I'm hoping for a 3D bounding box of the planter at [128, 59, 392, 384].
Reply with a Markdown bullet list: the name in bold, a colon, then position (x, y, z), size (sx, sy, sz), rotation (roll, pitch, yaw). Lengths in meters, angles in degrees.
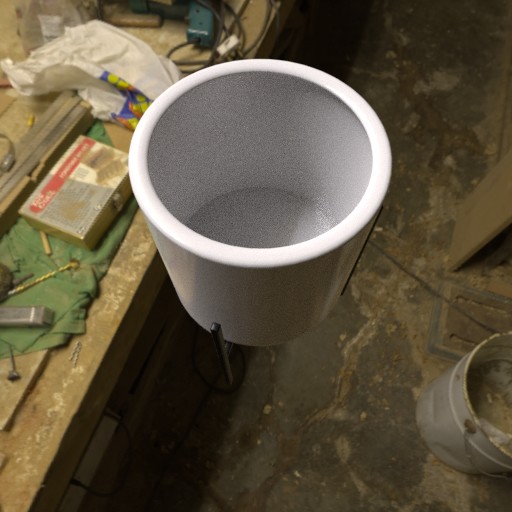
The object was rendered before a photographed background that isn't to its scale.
- **planter**: position (0.000, 0.000, 0.520), size (0.239, 0.356, 0.239), rotation (18, 64, 9)
